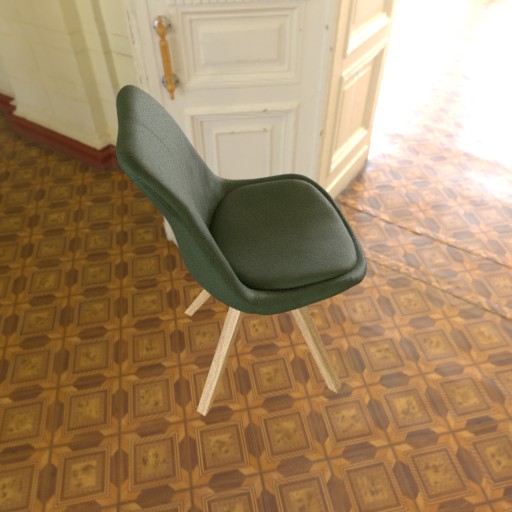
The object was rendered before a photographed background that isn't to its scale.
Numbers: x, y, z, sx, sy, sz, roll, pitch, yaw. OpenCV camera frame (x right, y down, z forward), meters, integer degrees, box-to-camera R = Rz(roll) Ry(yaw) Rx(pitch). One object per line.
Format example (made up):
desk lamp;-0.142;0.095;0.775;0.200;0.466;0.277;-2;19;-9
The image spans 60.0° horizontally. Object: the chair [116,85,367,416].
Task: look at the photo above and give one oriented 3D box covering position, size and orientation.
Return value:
chair;0.000;0.000;1.182;0.547;0.865;0.483;-9;46;-8
